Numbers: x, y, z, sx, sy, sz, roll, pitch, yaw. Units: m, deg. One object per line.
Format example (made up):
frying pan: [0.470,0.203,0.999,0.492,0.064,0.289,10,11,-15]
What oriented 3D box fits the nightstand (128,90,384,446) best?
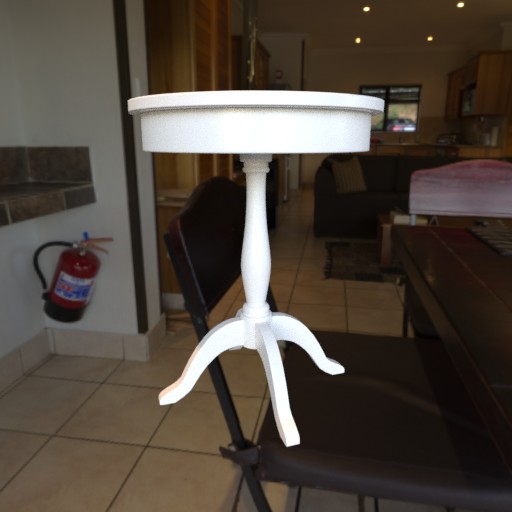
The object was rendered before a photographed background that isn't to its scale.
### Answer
nightstand: [0.000,0.000,1.001,0.513,0.653,0.513,-2,15,-9]
